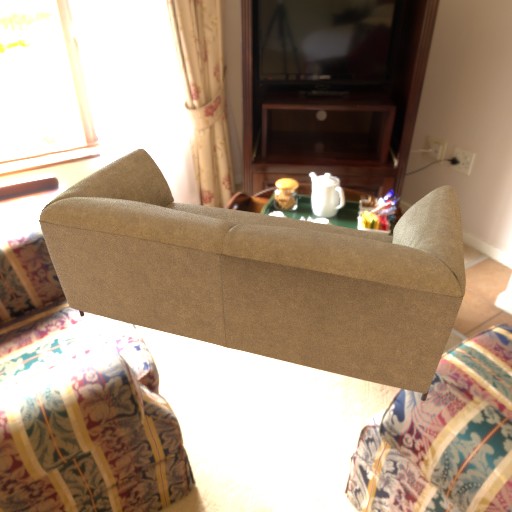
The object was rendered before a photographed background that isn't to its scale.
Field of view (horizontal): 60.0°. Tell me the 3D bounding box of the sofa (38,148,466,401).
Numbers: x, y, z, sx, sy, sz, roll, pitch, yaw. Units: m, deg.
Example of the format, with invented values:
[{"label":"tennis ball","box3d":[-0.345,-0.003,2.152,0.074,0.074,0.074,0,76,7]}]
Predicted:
[{"label":"sofa","box3d":[0.000,0.000,2.314,1.878,0.747,0.905,10,34,15]}]
